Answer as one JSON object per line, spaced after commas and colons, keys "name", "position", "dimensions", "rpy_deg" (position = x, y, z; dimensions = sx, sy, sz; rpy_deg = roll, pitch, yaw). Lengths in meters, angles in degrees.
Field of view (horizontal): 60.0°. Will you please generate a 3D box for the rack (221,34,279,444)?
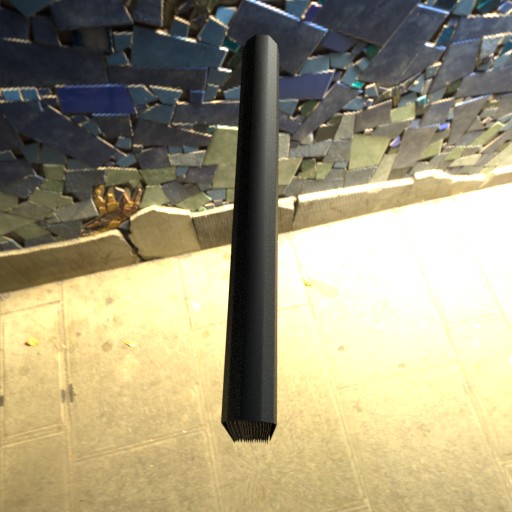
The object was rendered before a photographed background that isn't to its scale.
{"name": "rack", "position": [0.000, 0.000, 0.439], "dimensions": [0.041, 0.241, 0.330], "rpy_deg": [1, 64, 1]}
